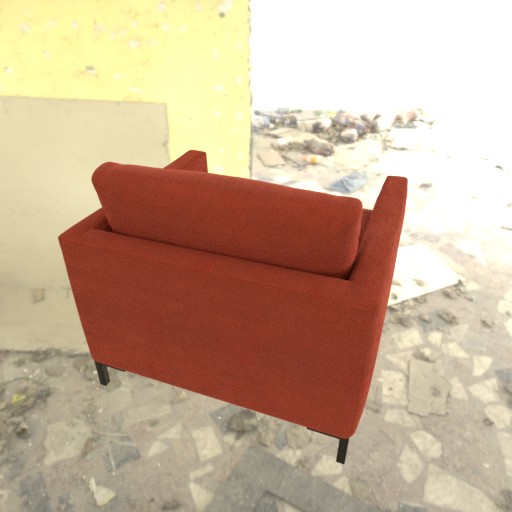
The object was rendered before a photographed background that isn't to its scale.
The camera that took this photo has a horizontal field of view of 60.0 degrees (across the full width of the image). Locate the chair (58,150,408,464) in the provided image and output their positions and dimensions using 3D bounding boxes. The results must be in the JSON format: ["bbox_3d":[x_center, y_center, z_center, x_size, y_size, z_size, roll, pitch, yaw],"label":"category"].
[{"bbox_3d":[0.000,0.000,1.615,0.964,0.812,0.875,11,34,18],"label":"chair"}]
